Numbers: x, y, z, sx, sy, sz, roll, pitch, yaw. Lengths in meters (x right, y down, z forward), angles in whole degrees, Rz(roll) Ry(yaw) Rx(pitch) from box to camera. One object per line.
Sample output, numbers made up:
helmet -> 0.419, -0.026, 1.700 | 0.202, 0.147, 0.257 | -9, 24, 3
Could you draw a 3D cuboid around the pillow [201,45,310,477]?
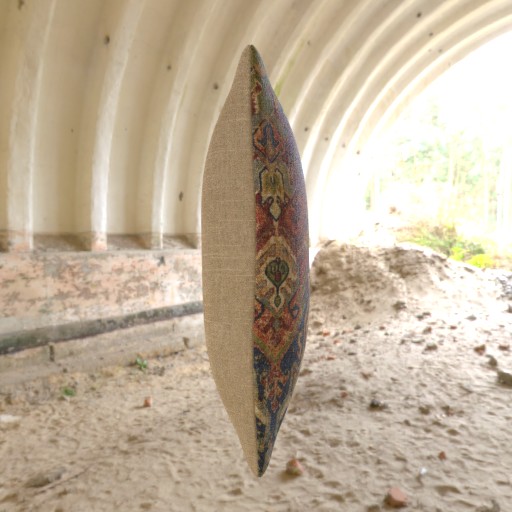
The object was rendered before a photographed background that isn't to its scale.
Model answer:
pillow -> 0.000, 0.000, 0.769 | 0.166, 0.506, 0.523 | 0, 2, 0
